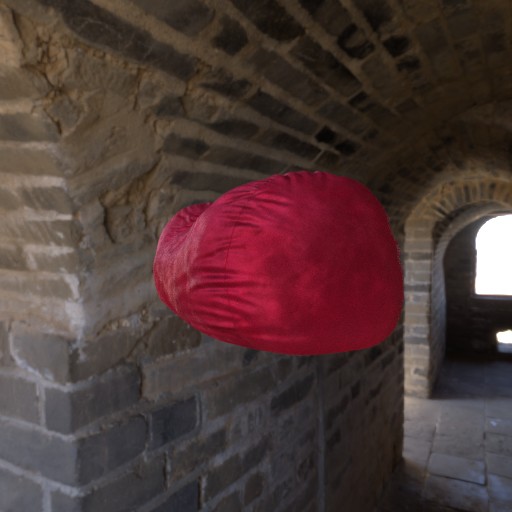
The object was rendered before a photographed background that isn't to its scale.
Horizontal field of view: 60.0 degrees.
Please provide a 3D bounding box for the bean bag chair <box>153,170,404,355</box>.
[{"bbox_3d":[0.000,0.000,2.902,1.216,0.867,2.293,-1,2,-19],"label":"bean bag chair"}]
